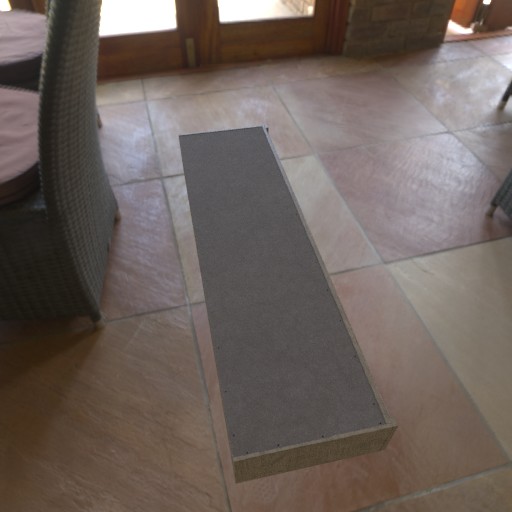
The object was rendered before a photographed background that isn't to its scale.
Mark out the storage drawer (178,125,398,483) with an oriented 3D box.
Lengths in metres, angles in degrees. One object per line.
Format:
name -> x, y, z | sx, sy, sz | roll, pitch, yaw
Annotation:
storage drawer -> 0.000, 0.000, 2.318 | 0.591, 0.274, 2.072 | -9, 47, -8
